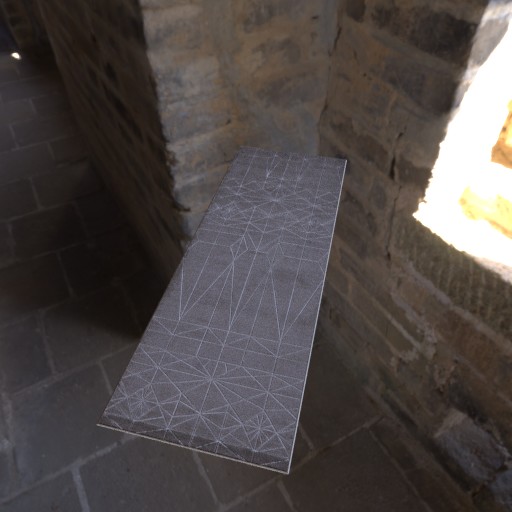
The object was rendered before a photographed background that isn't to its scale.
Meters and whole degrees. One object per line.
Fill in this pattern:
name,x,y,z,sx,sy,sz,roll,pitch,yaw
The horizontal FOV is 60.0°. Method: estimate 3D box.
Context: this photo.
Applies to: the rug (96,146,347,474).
rug,0.000,0.000,2.706,0.864,0.012,2.388,10,46,10
